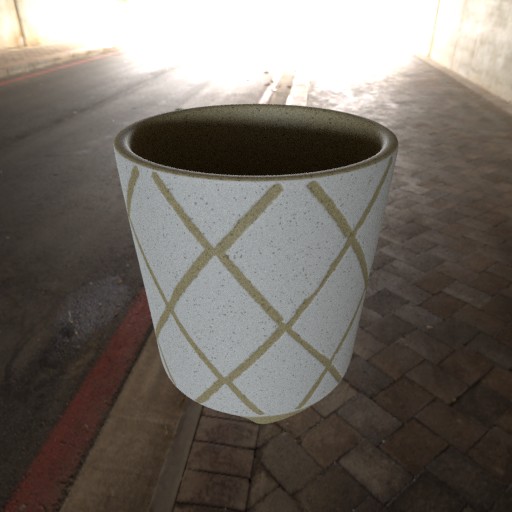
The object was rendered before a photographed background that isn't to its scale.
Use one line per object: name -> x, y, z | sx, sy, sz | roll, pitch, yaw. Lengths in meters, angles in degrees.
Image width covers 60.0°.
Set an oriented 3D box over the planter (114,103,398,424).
planter -> 0.000, 0.000, 0.356 | 0.191, 0.199, 0.191 | 0, 30, 0
